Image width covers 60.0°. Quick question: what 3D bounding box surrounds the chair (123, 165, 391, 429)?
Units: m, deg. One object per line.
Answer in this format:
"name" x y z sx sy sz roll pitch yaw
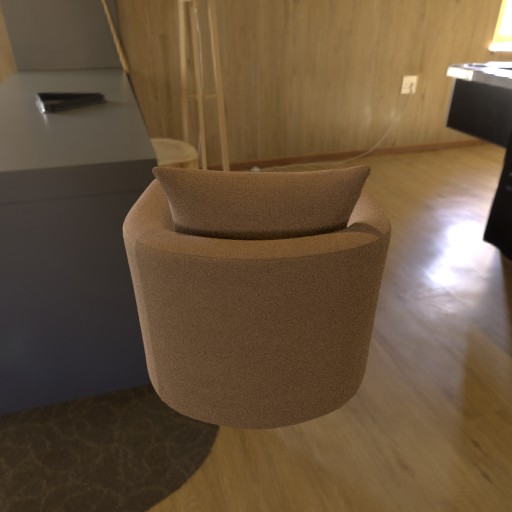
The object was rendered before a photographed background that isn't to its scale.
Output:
"chair" 0.000 0.000 1.600 0.845 0.848 0.910 -1 30 -2
